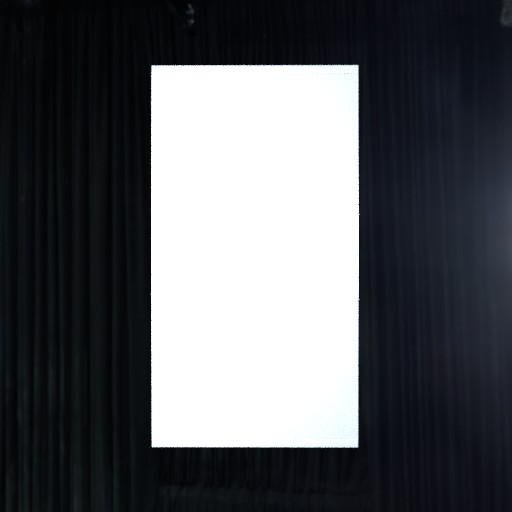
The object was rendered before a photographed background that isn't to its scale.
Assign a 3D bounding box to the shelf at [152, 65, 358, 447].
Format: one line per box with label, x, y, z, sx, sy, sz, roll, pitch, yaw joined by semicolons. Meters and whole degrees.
shelf;0.000;0.000;1.296;0.396;0.732;0.895;0;0;0
